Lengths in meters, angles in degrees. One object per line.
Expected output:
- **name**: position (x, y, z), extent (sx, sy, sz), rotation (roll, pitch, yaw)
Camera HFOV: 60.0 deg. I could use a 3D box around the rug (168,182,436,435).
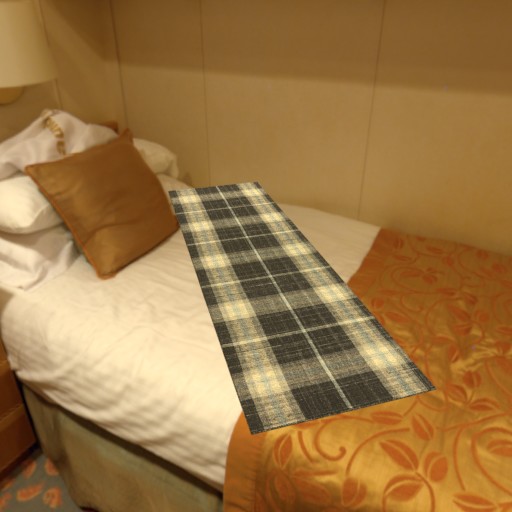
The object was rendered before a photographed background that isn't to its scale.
- **rug**: position (0.000, 0.000, 2.656), extent (0.760, 0.012, 2.434), rotation (-8, 31, -14)
